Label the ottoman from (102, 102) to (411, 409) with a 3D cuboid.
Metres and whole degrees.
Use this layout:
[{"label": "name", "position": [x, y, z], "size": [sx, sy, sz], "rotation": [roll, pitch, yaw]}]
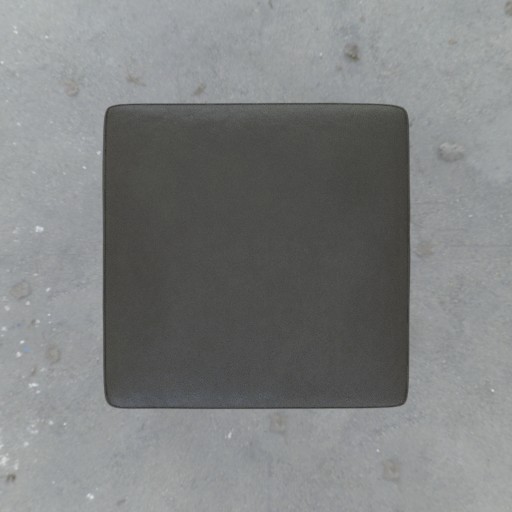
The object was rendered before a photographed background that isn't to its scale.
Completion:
[{"label": "ottoman", "position": [0.000, 0.000, 1.335], "size": [0.844, 0.415, 0.836], "rotation": [0, 90, 0]}]
